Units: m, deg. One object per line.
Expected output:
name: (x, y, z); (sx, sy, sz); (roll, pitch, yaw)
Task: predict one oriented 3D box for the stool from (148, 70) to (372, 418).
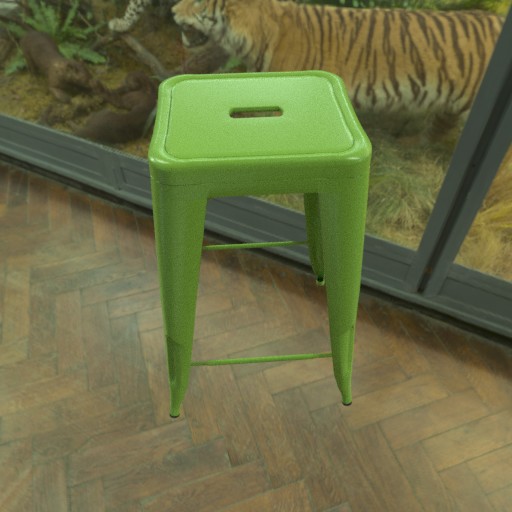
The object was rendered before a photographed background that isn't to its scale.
stool: (0.000, 0.000, 0.854); (0.398, 0.609, 0.358); (-3, 47, -3)
